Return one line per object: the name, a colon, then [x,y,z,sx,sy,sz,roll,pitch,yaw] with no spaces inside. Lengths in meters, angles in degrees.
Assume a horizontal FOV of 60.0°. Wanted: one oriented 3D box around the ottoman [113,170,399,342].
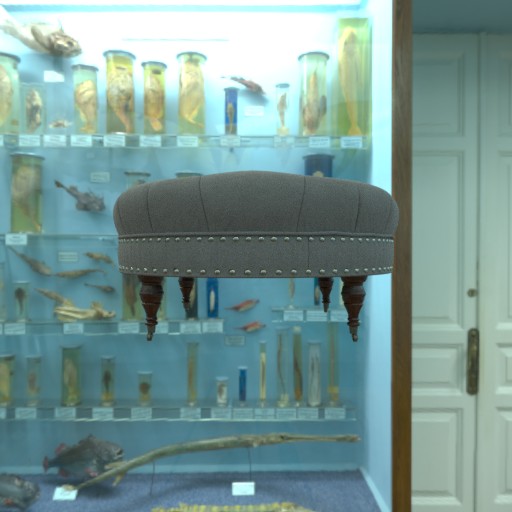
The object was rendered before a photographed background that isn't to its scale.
ottoman: [0.000,0.000,1.433,0.901,0.439,0.901,0,1,0]
